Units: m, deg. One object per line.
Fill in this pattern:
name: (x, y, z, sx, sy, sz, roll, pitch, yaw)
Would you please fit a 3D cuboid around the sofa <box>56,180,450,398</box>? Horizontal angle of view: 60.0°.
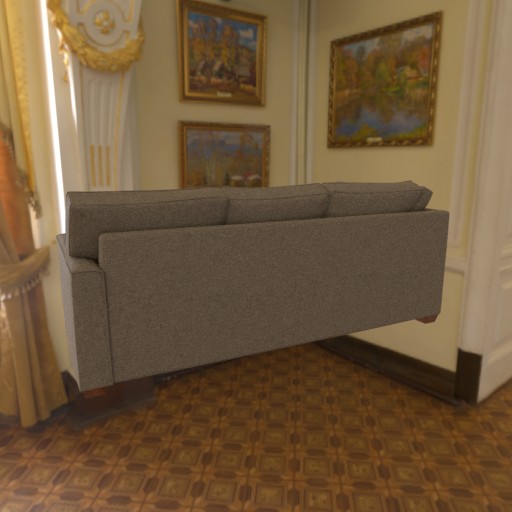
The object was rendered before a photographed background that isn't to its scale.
sofa: (0.000, 0.000, 2.875, 2.317, 0.962, 1.061, -6, 14, -26)
